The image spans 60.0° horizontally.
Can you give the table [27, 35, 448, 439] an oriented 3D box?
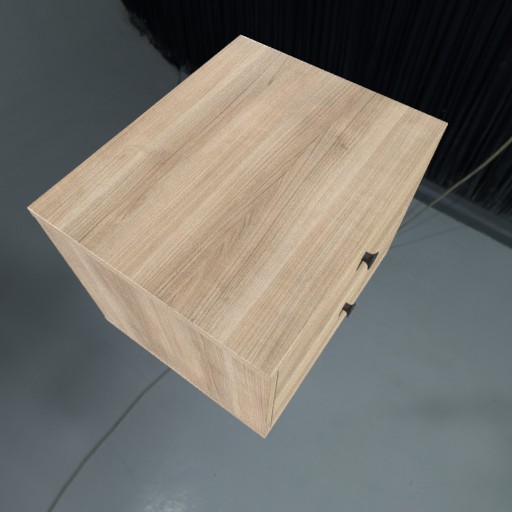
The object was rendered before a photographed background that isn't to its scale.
[{"bbox_3d":[0.000,0.000,0.782,0.380,0.460,0.445,31,63,18],"label":"table"}]
